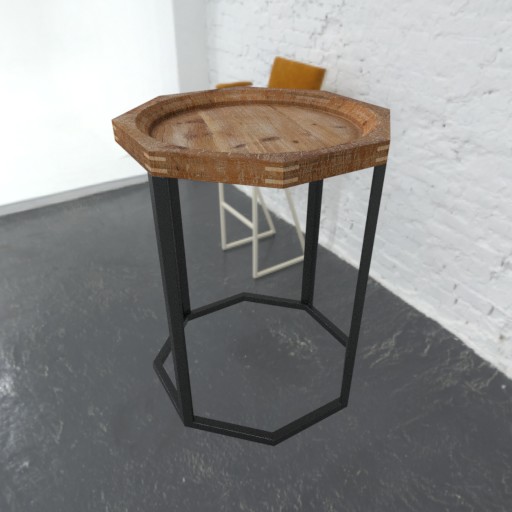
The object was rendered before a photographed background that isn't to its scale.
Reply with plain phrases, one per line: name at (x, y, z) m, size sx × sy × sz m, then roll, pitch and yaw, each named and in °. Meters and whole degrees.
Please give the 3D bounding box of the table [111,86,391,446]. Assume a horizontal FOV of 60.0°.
table at (0.000, 0.000, 0.865) m, size 0.458 × 0.543 × 0.458 m, roll 21°, pitch 38°, yaw 31°
